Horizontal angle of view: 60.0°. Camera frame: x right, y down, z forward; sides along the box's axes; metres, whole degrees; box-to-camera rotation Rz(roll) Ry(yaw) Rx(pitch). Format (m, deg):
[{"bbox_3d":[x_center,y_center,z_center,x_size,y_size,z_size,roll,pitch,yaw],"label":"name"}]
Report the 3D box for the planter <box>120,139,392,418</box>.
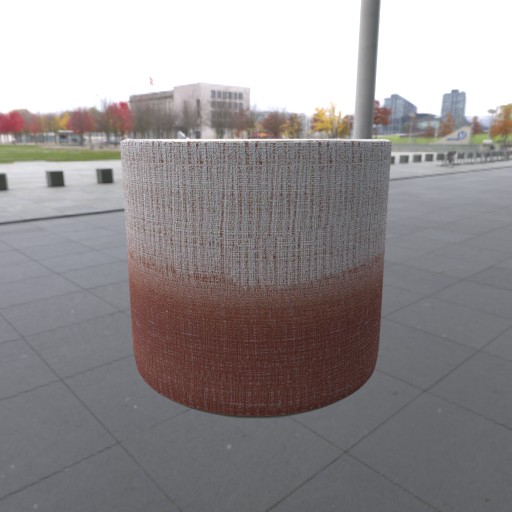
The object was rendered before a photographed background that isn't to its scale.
[{"bbox_3d":[0.000,0.000,0.394,0.221,0.201,0.221,0,15,0],"label":"planter"}]
